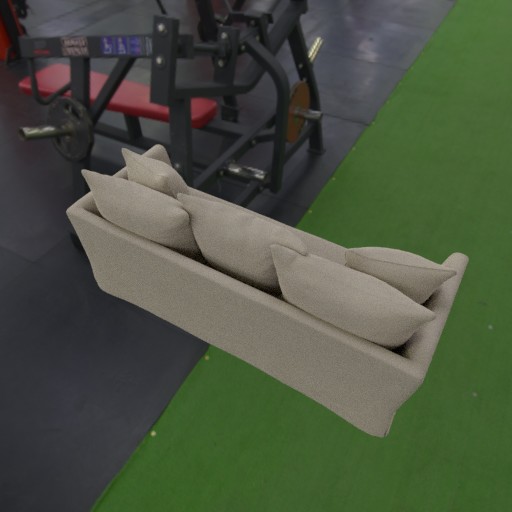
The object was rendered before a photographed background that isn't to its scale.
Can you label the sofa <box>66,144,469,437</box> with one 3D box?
[{"bbox_3d":[0.000,0.000,3.049,2.499,1.047,1.046,23,50,21],"label":"sofa"}]
